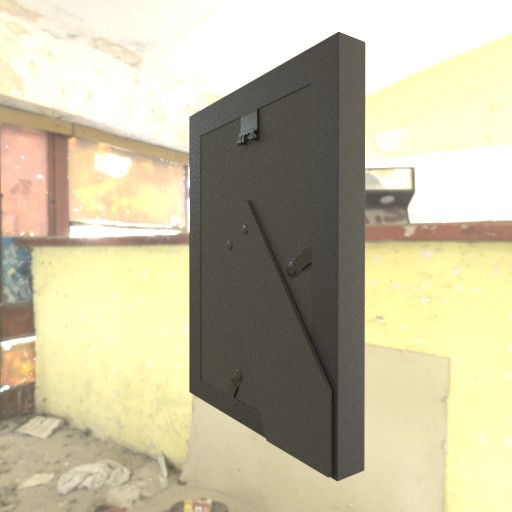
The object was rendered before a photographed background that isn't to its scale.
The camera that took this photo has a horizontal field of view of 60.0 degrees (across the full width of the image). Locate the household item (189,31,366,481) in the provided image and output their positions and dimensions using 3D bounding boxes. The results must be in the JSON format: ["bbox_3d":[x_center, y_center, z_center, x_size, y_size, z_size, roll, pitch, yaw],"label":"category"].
[{"bbox_3d":[0.000,0.000,0.233,0.022,0.178,0.133,0,1,-34],"label":"household item"}]
